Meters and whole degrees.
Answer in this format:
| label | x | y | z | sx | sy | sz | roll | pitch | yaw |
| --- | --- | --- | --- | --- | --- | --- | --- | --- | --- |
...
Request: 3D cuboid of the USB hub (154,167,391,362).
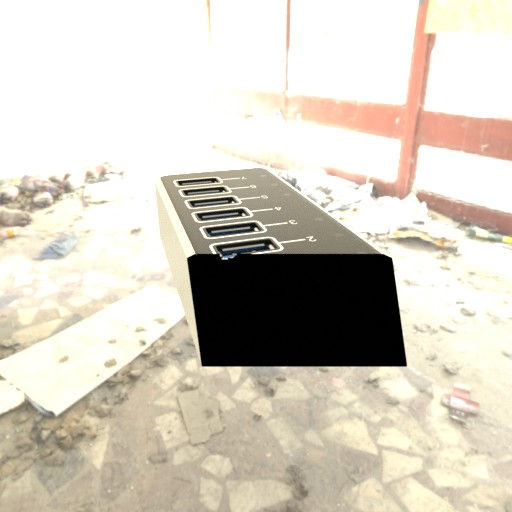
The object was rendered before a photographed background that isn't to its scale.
| label | x | y | z | sx | sy | sz | roll | pitch | yaw |
| --- | --- | --- | --- | --- | --- | --- | --- | --- | --- |
| USB hub | 0.000 | 0.000 | 0.126 | 0.044 | 0.023 | 0.110 | -8 | 26 | -16 |
